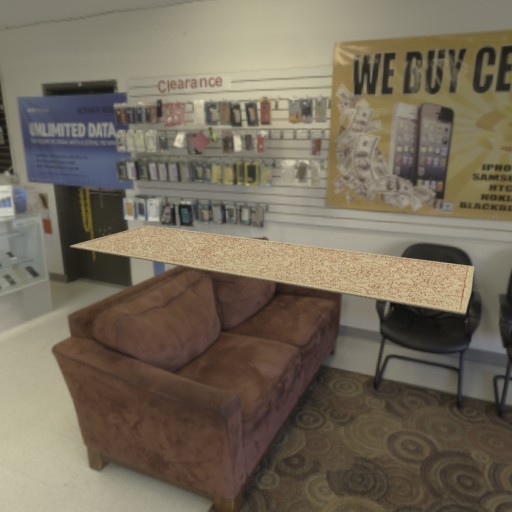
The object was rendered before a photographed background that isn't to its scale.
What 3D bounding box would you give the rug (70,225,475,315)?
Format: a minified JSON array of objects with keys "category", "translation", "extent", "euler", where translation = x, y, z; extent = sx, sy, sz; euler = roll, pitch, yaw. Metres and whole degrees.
[{"category":"rug","translation":[0.000,0.000,2.769],"extent":[2.448,0.012,0.769],"euler":[8,18,27]}]
